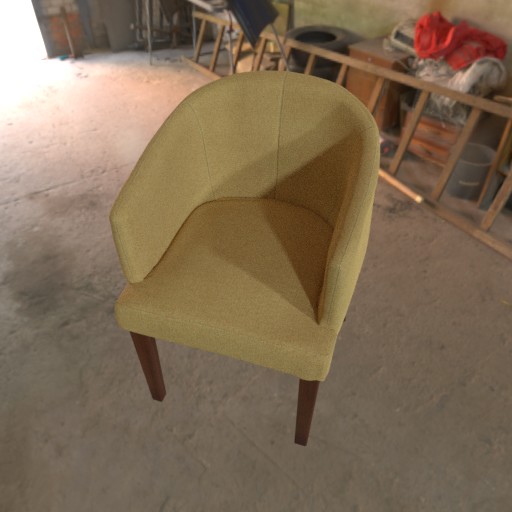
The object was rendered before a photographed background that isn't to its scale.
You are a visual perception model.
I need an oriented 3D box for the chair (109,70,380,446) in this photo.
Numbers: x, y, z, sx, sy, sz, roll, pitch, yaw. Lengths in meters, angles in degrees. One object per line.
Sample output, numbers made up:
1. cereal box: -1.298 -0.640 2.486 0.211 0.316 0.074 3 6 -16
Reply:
1. chair: 0.000 0.000 1.247 0.583 0.811 0.655 12 43 13
